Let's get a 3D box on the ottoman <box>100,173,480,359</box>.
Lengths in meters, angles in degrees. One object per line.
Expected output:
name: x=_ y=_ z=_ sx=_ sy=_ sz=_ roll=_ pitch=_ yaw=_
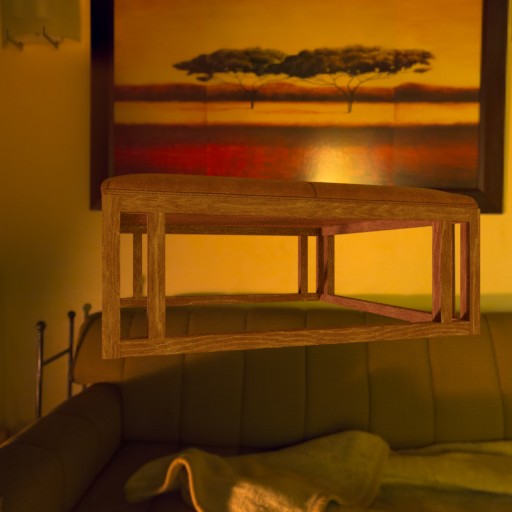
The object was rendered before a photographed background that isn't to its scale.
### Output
ottoman: x=0.000 y=0.000 z=1.580 sx=1.016 sy=0.442 sz=1.013 roll=0 pitch=0 yaw=-17
